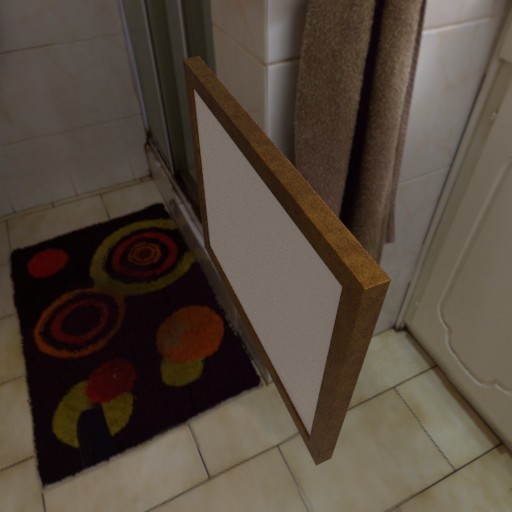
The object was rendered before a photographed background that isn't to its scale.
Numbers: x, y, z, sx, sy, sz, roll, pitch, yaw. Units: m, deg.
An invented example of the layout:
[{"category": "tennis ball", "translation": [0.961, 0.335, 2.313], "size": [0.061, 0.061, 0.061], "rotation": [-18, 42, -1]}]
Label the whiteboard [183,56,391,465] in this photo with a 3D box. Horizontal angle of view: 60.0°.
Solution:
[{"category": "whiteboard", "translation": [0.000, 0.000, 0.753], "size": [0.029, 0.457, 0.561], "rotation": [-18, 49, -16]}]
